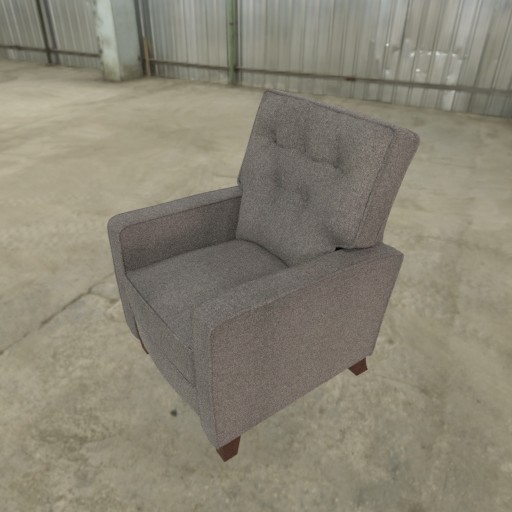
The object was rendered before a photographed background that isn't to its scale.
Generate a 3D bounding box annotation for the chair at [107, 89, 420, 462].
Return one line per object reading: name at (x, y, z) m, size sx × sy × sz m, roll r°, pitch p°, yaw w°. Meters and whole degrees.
chair at (0.000, 0.000, 1.423) m, size 0.775 × 0.889 × 0.650 m, roll -21°, pitch 38°, yaw -30°
